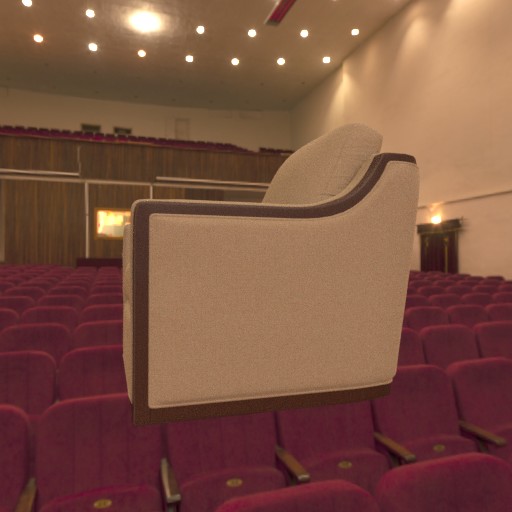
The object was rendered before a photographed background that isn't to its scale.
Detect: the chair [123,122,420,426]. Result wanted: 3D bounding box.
[{"bbox_3d":[0.000,0.000,1.680,0.950,0.930,0.870,0,-1,-18],"label":"chair"}]
